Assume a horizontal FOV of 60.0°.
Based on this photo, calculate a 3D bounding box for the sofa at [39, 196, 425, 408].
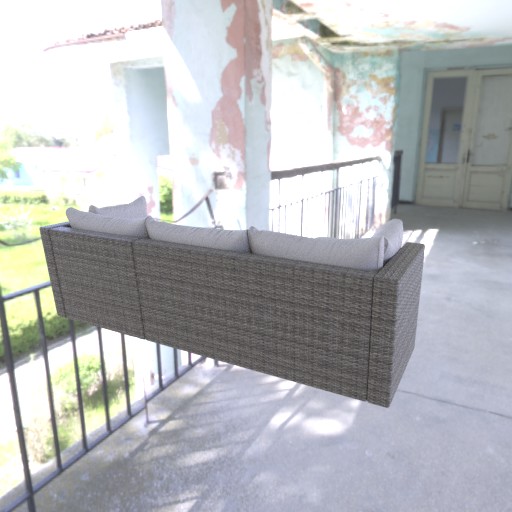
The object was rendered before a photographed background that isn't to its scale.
[{"bbox_3d":[0.000,0.000,3.033,2.192,0.766,1.662,8,18,27],"label":"sofa"}]
